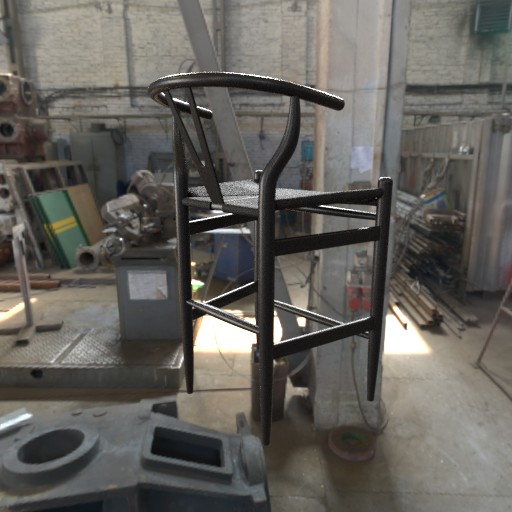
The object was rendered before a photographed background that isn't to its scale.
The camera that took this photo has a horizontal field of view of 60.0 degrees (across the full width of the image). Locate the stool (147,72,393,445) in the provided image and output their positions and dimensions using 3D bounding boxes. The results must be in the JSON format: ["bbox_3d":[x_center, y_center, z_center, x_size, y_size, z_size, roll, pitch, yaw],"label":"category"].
[{"bbox_3d":[0.000,0.000,1.345,0.579,0.970,0.569,-13,19,-42],"label":"stool"}]
